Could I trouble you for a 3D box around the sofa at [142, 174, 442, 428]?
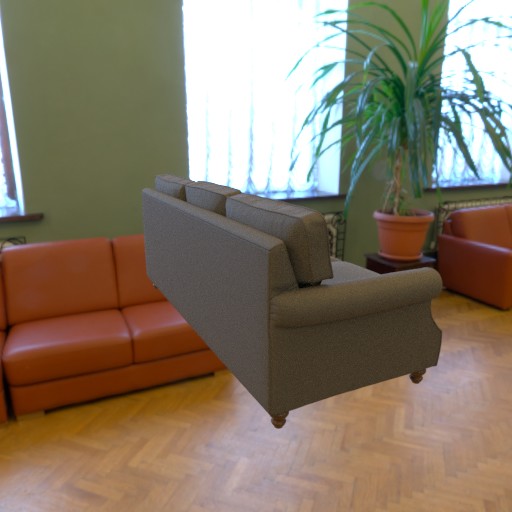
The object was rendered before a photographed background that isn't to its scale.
[{"bbox_3d":[0.000,0.000,2.853,0.966,0.948,2.353,-7,16,-26],"label":"sofa"}]
